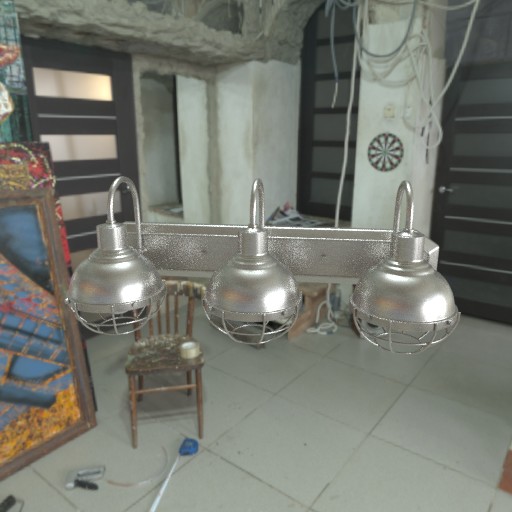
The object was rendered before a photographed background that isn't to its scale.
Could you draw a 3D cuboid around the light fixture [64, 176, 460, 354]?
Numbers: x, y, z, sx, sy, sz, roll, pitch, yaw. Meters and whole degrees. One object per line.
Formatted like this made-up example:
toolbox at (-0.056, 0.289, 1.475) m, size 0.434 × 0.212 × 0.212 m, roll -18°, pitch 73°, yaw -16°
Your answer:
light fixture at (0.000, 0.000, 0.742) m, size 0.634 × 0.254 × 0.229 m, roll 2°, pitch 15°, yaw 8°
